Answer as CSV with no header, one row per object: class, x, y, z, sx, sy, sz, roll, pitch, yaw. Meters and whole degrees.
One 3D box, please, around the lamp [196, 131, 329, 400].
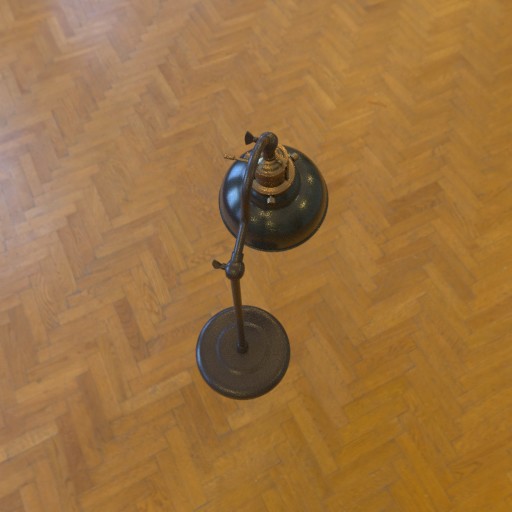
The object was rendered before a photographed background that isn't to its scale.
lamp,0.000,0.000,0.711,0.192,0.508,0.374,15,64,7
